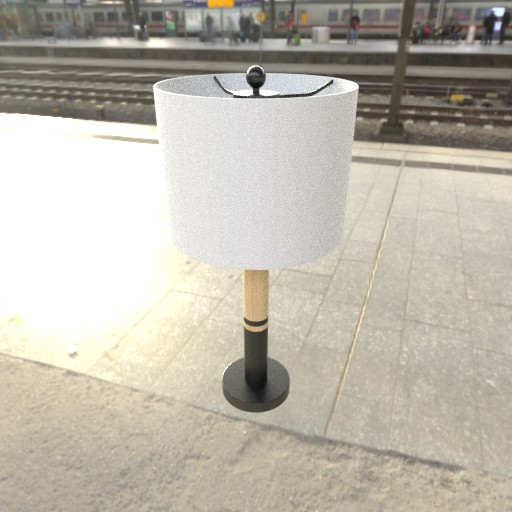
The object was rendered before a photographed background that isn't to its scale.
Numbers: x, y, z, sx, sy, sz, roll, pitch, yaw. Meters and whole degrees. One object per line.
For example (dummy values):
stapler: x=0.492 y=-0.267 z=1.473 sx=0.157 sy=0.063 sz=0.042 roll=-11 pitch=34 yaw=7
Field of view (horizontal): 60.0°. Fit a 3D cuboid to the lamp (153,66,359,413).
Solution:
lamp: x=0.000 y=0.000 z=0.809 sx=0.305 sy=0.640 sz=0.305 roll=9 pitch=29 yaw=16
